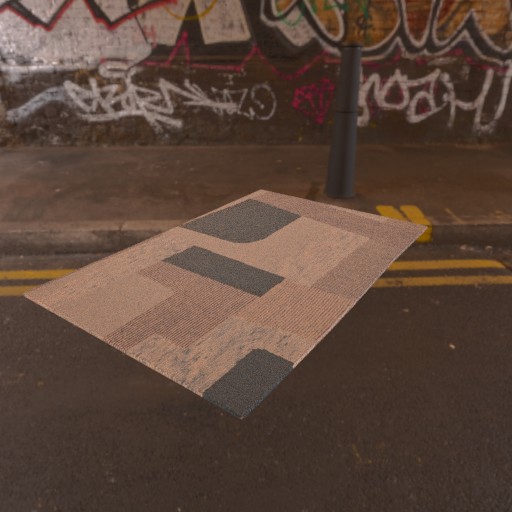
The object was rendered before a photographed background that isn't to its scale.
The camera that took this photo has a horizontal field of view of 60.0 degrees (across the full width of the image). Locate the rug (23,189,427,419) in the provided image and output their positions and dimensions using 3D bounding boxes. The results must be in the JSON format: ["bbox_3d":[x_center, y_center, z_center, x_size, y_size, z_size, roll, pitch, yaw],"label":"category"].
[{"bbox_3d":[0.000,0.000,2.325,1.238,0.020,1.847,18,31,32],"label":"rug"}]
